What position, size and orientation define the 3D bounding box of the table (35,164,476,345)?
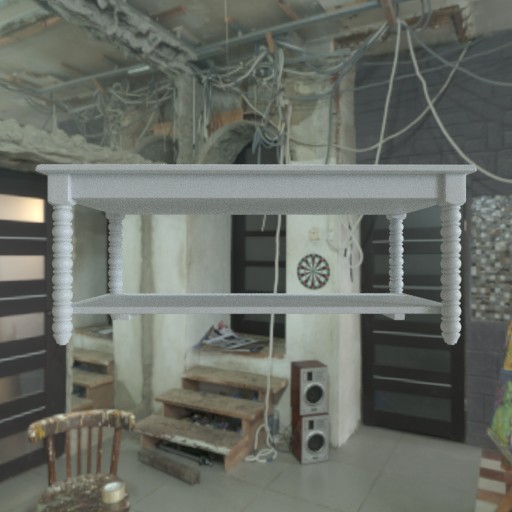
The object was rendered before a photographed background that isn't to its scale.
[{"bbox_3d":[0.000,0.000,1.456,1.171,0.487,0.580,0,0,0],"label":"table"}]
